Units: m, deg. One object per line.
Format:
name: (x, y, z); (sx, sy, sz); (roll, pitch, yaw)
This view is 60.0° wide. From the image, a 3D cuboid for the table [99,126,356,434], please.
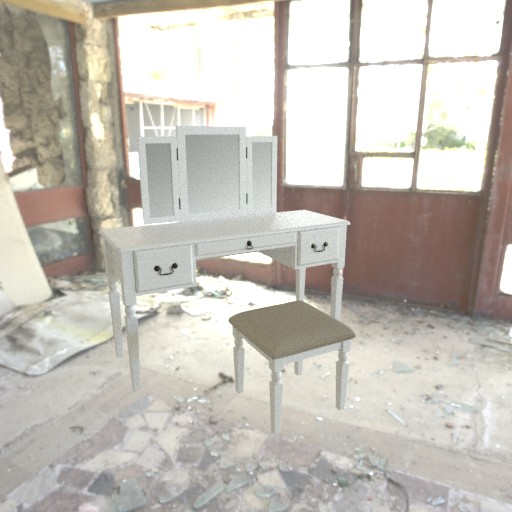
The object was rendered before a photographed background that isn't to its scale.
table: (0.000, 0.000, 2.305); (1.369, 1.310, 1.115); (-8, 17, -27)
